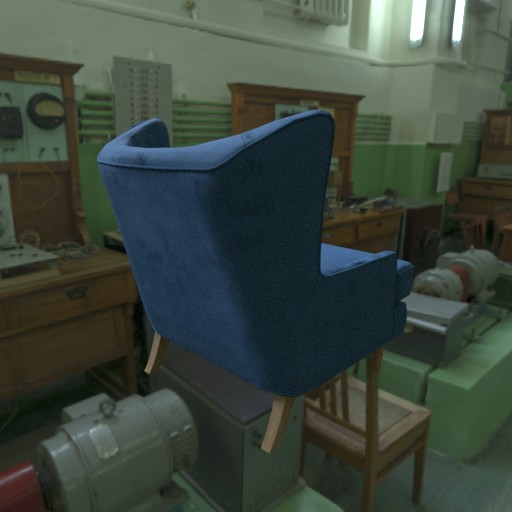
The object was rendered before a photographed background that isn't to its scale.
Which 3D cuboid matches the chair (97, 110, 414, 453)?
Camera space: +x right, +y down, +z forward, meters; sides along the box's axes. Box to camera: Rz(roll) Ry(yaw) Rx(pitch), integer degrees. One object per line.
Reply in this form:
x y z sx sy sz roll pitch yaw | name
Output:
0.000 0.000 1.581 0.793 0.952 0.910 14 21 43 | chair
